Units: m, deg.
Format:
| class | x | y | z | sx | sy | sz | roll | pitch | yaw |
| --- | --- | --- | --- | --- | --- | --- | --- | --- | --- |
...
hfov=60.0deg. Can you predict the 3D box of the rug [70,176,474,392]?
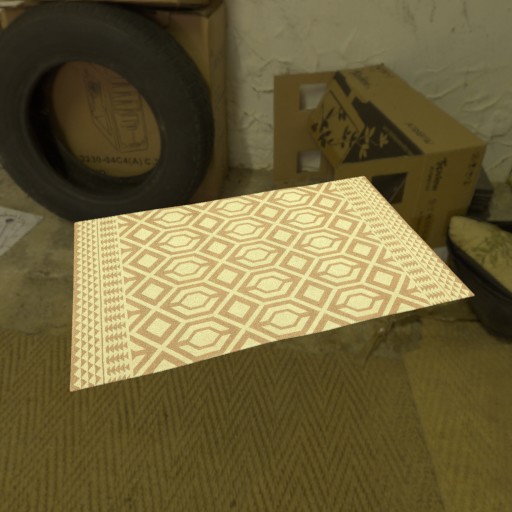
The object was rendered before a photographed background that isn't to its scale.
| class | x | y | z | sx | sy | sz | roll | pitch | yaw |
| --- | --- | --- | --- | --- | --- | --- | --- | --- | --- |
| rug | 0.000 | 0.000 | 3.086 | 2.435 | 0.011 | 1.526 | -11 | 42 | -12 |
